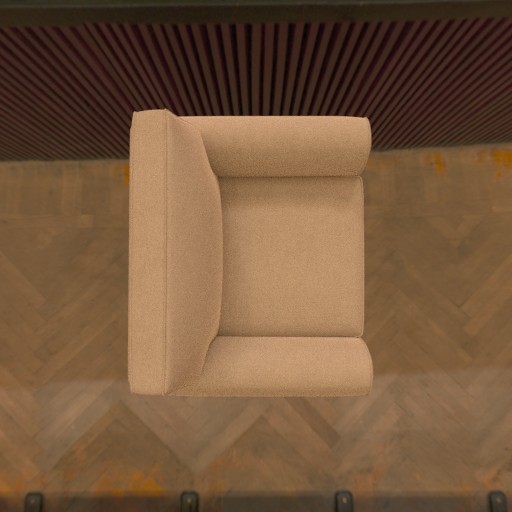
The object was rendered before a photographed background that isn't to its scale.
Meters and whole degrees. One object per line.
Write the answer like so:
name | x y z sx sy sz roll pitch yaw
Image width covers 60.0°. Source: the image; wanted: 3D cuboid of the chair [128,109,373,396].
chair | 0.000 0.000 1.749 0.863 0.955 1.040 0 88 0
